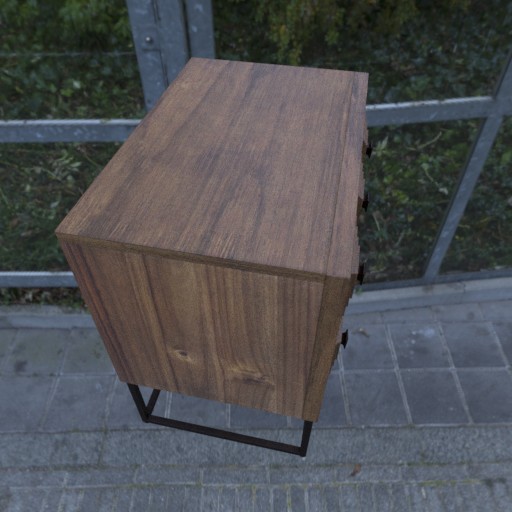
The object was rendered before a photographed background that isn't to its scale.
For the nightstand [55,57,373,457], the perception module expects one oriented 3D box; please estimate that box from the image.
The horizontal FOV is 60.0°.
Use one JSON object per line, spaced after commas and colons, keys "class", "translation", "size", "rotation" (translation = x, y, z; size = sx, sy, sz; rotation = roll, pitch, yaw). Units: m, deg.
{"class": "nightstand", "translation": [0.000, 0.000, 1.000], "size": [0.437, 0.610, 0.610], "rotation": [9, 46, 8]}
